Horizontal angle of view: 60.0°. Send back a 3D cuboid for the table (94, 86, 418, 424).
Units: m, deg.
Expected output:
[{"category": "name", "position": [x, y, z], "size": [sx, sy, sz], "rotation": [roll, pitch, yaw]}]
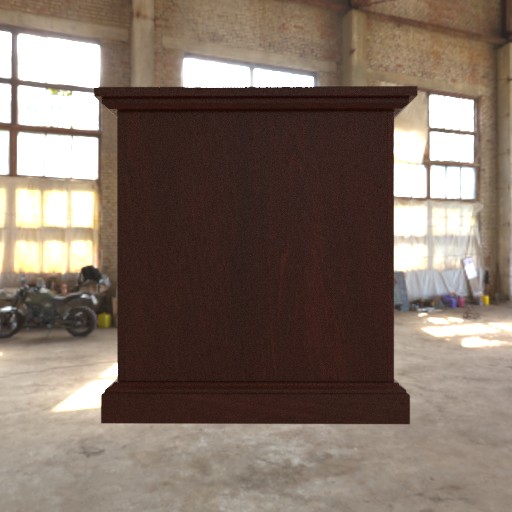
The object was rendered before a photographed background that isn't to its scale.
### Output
[{"category": "table", "position": [0.000, 0.000, 0.977], "size": [0.584, 0.612, 0.356], "rotation": [0, 0, 0]}]
